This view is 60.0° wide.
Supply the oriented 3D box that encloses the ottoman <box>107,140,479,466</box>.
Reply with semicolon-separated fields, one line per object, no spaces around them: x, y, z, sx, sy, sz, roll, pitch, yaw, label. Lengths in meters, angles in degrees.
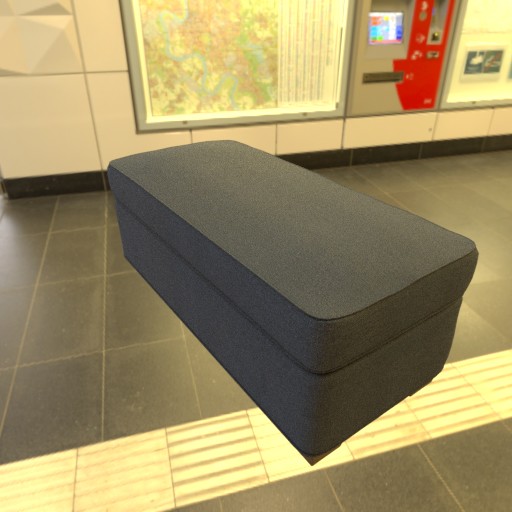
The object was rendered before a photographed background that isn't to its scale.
0.000;0.000;1.359;0.515;0.460;1.110;-20;36;-30;ottoman
